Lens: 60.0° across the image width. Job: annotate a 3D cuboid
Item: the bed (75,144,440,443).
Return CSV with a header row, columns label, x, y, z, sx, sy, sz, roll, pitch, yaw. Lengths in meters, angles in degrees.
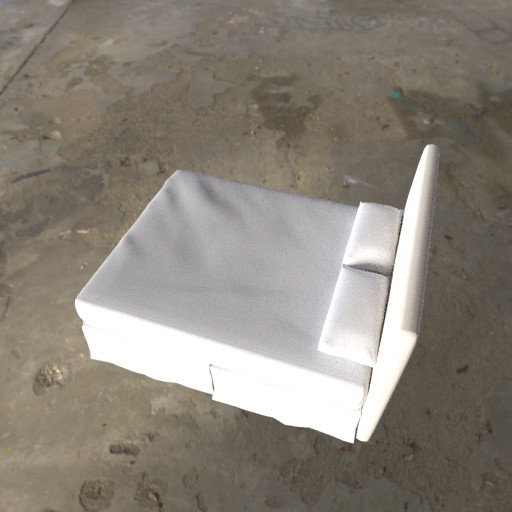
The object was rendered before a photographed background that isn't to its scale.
label,x,y,z,sx,sy,sz,roll,pitch,yaw
bed,0.000,0.000,3.213,2.142,1.330,1.713,14,48,13
